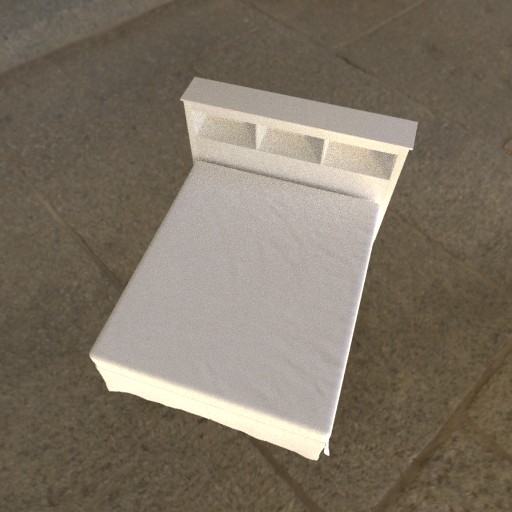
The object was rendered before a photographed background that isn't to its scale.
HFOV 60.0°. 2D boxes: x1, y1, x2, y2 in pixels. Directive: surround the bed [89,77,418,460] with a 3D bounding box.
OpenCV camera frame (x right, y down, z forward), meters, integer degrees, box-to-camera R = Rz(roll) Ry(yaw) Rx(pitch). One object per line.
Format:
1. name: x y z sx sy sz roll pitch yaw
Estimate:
1. bed: 0.000 0.000 3.116 1.671 1.092 2.133 15 58 10
